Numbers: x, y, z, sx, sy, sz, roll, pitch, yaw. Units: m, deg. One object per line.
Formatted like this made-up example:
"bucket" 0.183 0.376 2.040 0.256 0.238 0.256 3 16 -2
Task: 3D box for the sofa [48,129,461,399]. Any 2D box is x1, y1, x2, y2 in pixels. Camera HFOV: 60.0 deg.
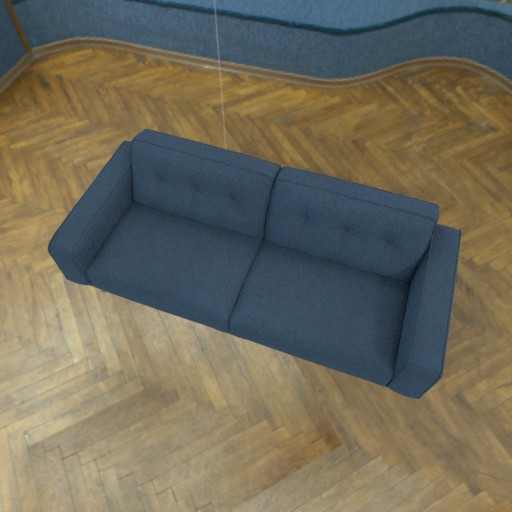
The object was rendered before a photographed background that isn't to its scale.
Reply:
"sofa" 0.000 0.000 2.718 2.270 0.782 0.953 17 59 11
